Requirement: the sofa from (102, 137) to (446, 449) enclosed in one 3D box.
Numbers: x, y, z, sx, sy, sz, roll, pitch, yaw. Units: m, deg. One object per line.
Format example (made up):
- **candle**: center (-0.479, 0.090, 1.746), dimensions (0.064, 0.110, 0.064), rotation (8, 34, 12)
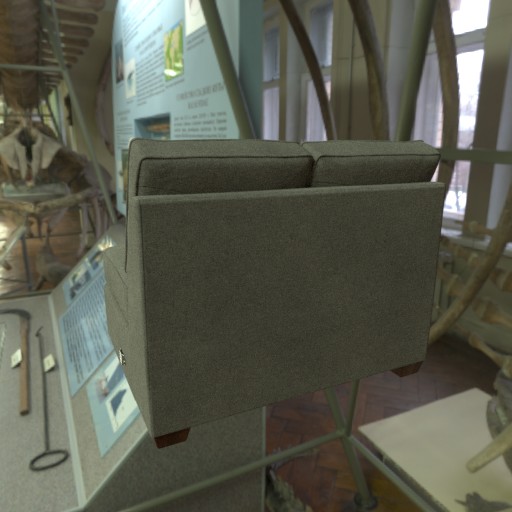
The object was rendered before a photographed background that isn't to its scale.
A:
- **sofa**: center (0.000, 0.000, 1.984), dimensions (1.237, 1.008, 0.951), rotation (-7, 16, -26)
